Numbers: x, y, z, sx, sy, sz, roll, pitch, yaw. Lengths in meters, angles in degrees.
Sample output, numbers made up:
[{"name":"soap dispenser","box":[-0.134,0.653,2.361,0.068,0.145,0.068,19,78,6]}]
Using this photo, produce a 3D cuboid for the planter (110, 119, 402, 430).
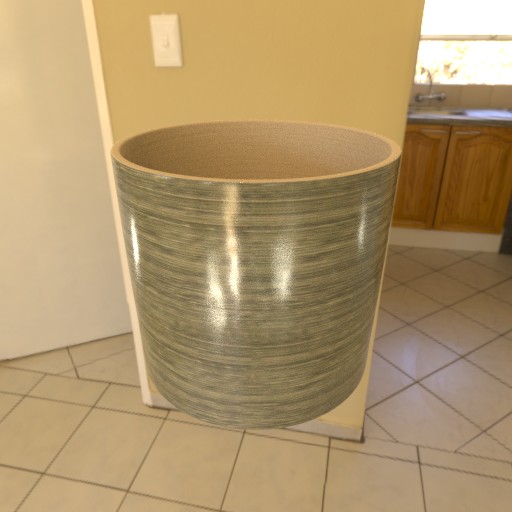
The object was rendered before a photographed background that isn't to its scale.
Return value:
[{"name":"planter","box":[0.000,0.000,0.395,0.221,0.201,0.221,0,26,0]}]
